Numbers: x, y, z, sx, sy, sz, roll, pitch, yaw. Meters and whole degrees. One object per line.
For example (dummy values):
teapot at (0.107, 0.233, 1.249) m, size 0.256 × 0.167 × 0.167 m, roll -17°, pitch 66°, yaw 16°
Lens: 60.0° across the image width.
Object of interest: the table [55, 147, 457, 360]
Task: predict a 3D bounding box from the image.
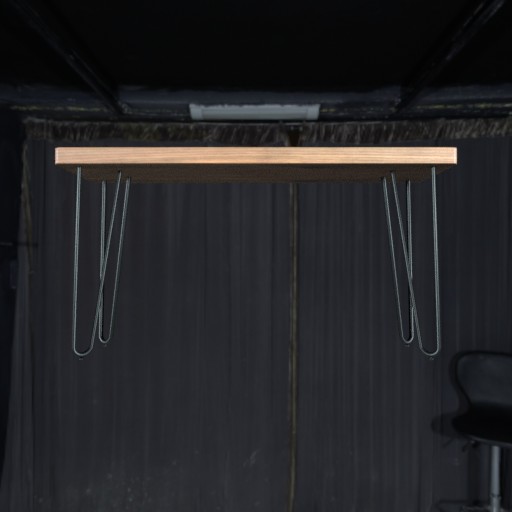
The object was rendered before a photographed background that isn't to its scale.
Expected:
table at (0.000, 0.000, 1.916) m, size 1.570 × 0.834 × 0.425 m, roll 0°, pitch -1°, yaw 0°
